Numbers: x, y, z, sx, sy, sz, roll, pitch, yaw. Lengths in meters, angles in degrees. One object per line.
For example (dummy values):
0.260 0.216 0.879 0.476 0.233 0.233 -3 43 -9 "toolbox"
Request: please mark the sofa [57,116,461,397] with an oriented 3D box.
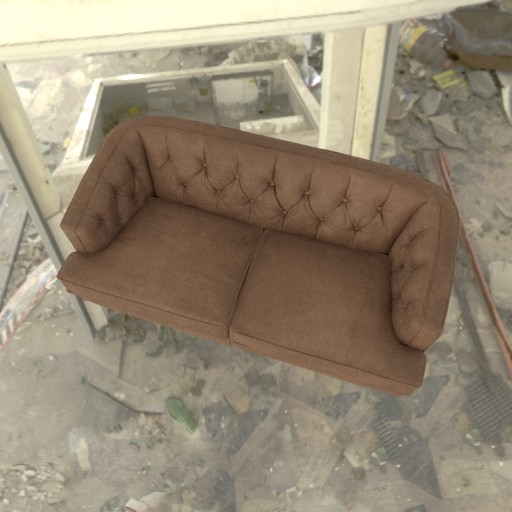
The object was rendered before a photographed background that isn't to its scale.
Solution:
0.000 0.000 2.251 1.767 0.799 0.917 15 60 9 "sofa"
